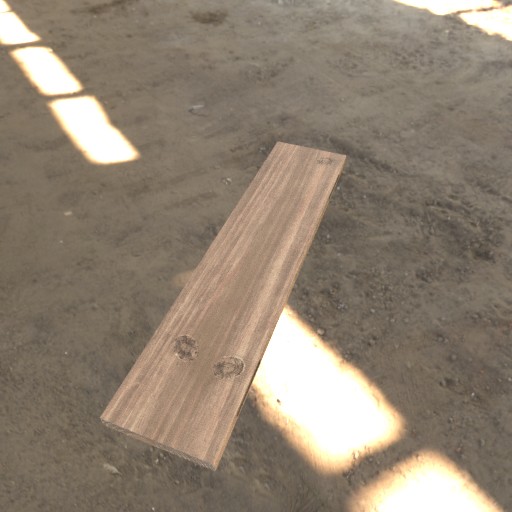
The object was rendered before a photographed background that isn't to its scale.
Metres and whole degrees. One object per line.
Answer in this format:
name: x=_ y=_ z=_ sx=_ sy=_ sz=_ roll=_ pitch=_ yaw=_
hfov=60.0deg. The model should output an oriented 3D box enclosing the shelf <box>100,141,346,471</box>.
shelf: x=0.000 y=0.000 z=0.681 sx=0.140 sy=0.020 sz=0.610 roll=15 pitch=48 yaw=14
